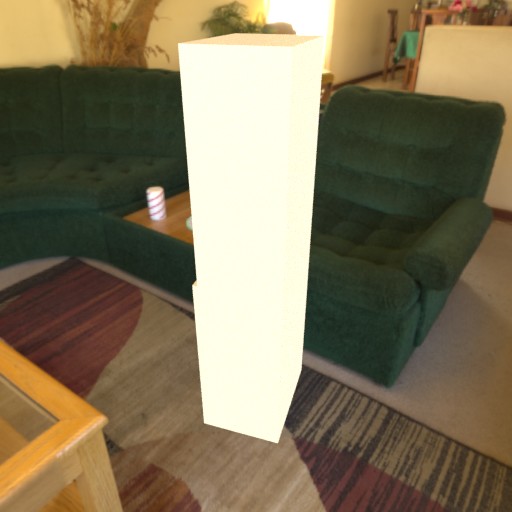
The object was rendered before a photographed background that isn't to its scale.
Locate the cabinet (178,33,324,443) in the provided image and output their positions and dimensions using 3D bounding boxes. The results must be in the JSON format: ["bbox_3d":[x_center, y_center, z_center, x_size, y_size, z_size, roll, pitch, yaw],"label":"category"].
[{"bbox_3d":[0.000,0.000,1.531,0.300,1.350,0.400,9,31,15],"label":"cabinet"}]
